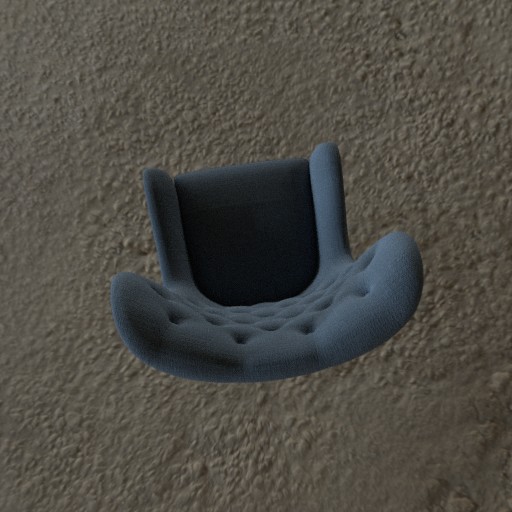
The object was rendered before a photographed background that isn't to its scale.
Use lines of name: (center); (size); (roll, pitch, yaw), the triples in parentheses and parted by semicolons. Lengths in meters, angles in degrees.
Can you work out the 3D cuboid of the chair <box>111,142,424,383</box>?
chair: (0.000, 0.000, 1.717); (0.831, 1.079, 0.930); (-8, 75, -2)
